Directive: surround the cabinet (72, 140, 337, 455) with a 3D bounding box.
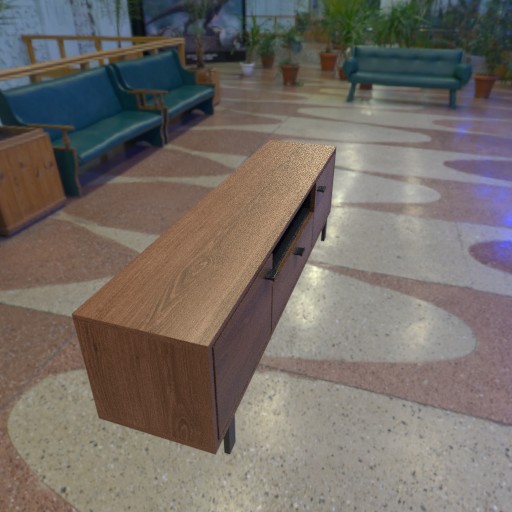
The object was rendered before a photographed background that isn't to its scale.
[{"bbox_3d":[0.000,0.000,1.840,0.400,0.500,1.650,10,31,16],"label":"cabinet"}]
